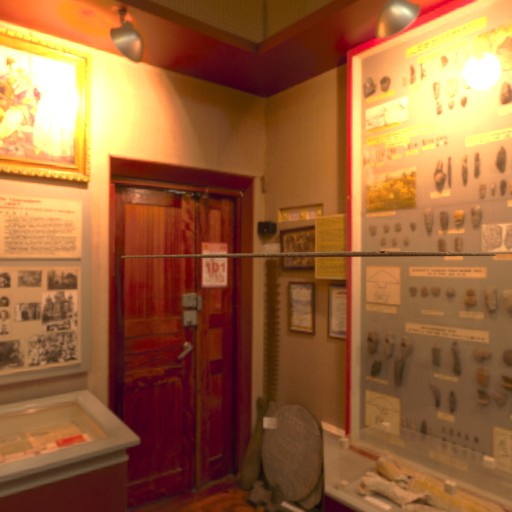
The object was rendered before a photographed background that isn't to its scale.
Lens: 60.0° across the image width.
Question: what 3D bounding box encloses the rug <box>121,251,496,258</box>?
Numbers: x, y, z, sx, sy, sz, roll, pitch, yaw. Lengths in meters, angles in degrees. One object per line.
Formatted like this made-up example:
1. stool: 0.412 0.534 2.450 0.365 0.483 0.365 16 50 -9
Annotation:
1. rug: 0.000 0.000 2.655 0.762 0.012 2.438 0 -1 -37
